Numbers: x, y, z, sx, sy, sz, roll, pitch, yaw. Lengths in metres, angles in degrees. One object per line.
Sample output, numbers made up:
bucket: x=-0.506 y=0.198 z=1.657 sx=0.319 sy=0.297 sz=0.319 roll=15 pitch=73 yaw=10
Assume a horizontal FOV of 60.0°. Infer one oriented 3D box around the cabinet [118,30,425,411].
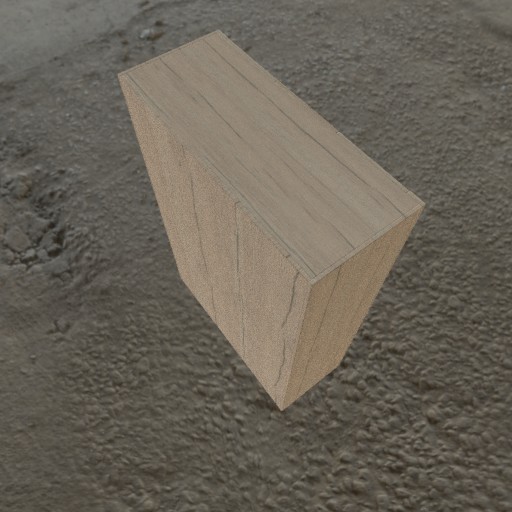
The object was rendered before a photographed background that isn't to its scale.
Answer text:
cabinet: x=0.000 y=0.000 z=2.784 sx=0.580 sy=2.070 sz=1.400 roll=-33 pitch=65 yaw=-18
